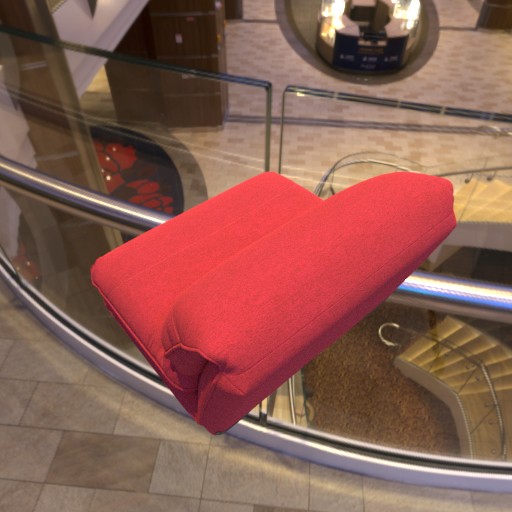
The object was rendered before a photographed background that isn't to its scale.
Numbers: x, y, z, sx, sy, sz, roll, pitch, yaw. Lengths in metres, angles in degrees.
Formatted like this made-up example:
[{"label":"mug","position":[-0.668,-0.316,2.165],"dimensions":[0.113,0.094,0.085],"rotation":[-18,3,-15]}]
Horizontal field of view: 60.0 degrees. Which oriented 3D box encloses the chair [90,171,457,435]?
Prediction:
[{"label":"chair","position":[0.000,0.000,1.344],"dimensions":[0.820,0.580,0.780],"rotation":[-32,55,-26]}]
